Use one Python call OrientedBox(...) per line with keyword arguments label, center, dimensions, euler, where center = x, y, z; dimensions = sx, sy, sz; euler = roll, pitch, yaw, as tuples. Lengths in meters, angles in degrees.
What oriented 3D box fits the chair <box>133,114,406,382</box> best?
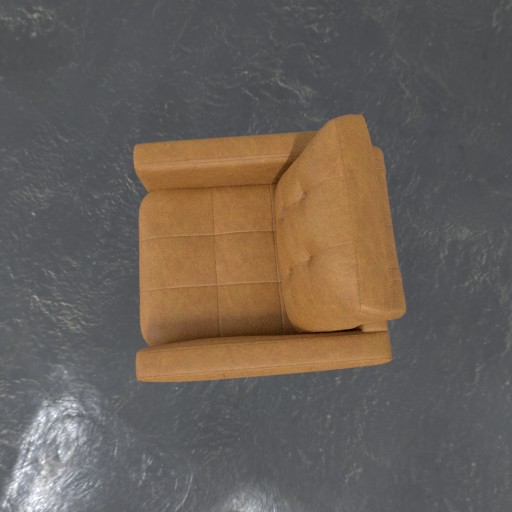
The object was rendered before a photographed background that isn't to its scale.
OrientedBox(label="chair", center=(0.000, 0.000, 1.588), dimensions=(0.868, 0.896, 0.831), euler=(-4, 76, -1))
